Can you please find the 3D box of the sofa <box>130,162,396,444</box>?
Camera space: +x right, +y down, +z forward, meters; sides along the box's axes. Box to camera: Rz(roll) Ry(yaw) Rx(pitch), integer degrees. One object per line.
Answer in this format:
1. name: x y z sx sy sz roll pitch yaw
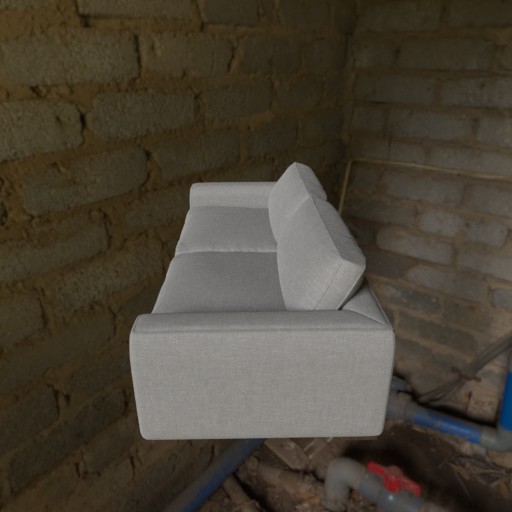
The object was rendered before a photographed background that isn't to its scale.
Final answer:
1. sofa: 0.000 0.000 2.764 1.070 0.801 2.262 -1 24 -1
